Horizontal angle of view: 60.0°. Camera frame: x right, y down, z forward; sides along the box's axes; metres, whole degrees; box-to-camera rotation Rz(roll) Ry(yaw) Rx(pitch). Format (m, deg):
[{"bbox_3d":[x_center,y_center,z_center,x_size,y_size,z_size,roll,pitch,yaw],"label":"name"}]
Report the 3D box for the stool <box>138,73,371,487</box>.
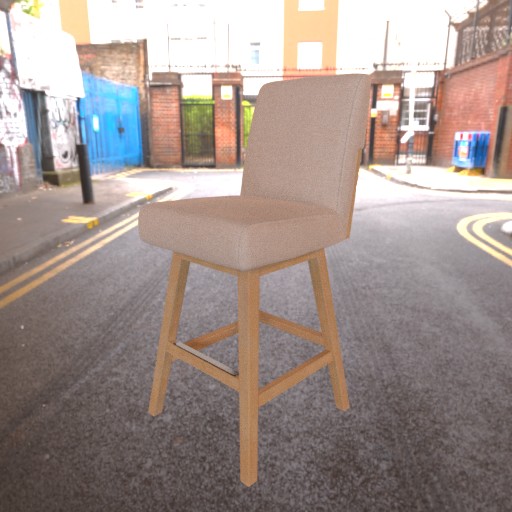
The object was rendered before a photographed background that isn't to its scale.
[{"bbox_3d":[0.000,0.000,1.295,0.446,1.015,0.543,14,21,42],"label":"stool"}]
